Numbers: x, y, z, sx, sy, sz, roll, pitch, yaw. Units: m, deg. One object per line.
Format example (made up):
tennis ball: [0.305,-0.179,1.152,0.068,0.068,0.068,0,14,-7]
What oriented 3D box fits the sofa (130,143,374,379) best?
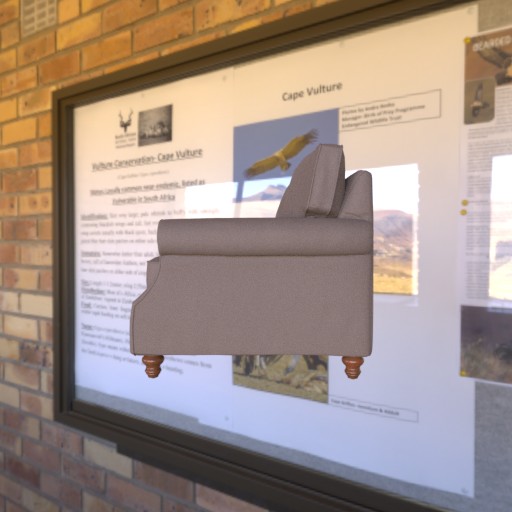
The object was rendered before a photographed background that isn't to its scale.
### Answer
sofa: [0.000,0.000,2.800,0.966,0.948,2.353,0,1,1]
